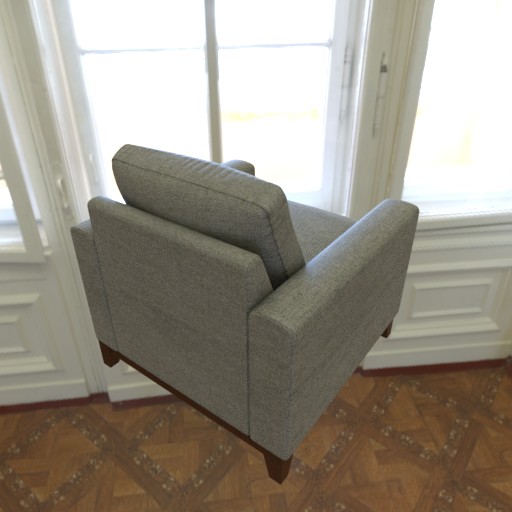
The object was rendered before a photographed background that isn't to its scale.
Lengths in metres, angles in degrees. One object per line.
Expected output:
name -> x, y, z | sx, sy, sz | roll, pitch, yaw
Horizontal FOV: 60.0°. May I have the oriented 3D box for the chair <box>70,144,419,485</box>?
chair -> 0.000, 0.000, 1.888 | 1.024, 1.010, 1.038 | 21, 37, 31
